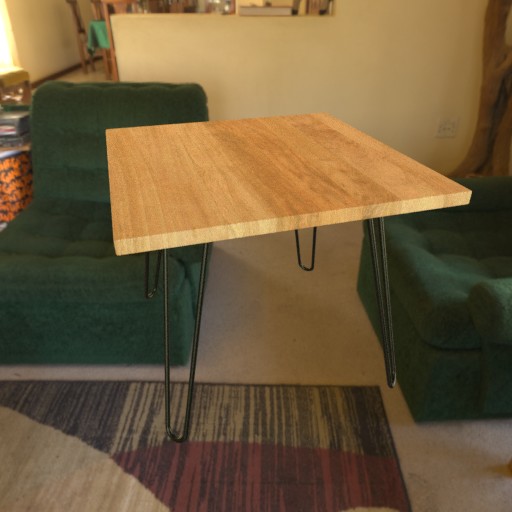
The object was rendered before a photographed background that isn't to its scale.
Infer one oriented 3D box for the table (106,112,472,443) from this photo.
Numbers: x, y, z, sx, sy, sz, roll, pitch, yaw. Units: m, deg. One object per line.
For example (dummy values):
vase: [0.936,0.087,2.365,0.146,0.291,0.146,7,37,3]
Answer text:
table: [0.000,0.000,1.063,0.599,0.500,0.599,-9,32,-15]
